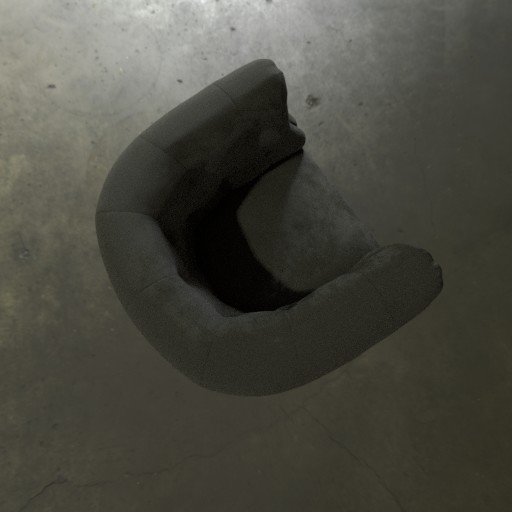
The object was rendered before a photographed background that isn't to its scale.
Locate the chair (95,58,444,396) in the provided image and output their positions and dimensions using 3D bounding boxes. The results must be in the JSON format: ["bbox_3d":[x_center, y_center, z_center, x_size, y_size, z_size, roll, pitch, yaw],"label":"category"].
[{"bbox_3d":[0.000,0.000,1.567,0.851,0.826,0.904,-34,78,-8],"label":"chair"}]
